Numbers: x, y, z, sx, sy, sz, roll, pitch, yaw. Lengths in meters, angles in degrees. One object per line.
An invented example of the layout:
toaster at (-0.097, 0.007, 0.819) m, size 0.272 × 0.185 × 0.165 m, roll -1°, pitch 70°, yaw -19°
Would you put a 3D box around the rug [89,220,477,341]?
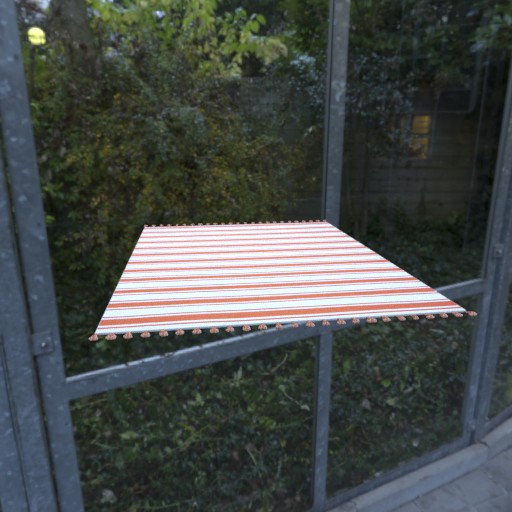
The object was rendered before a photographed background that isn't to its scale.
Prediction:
rug at (0.000, 0.000, 4.333) m, size 2.451 × 0.035 × 3.369 m, roll -2°, pitch 15°, yaw -8°
